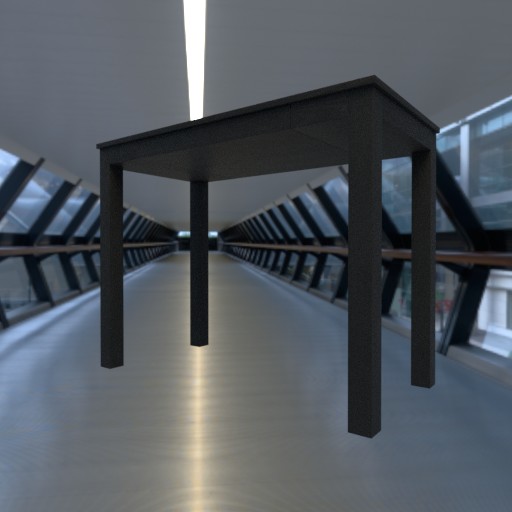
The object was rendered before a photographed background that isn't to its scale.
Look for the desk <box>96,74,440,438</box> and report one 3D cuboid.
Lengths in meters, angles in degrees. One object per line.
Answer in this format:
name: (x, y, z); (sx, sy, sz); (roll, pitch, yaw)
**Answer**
desk: (0.000, 0.000, 1.418); (0.991, 0.762, 0.499); (0, 1, 37)
